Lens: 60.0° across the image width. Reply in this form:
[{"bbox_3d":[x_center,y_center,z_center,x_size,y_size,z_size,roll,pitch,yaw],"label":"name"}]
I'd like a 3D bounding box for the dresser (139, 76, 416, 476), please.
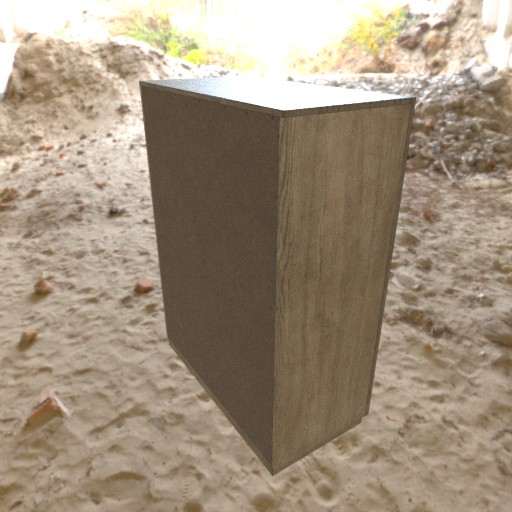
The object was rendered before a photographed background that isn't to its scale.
[{"bbox_3d":[0.000,0.000,1.816,0.483,1.295,0.967,-16,31,-30],"label":"dresser"}]
